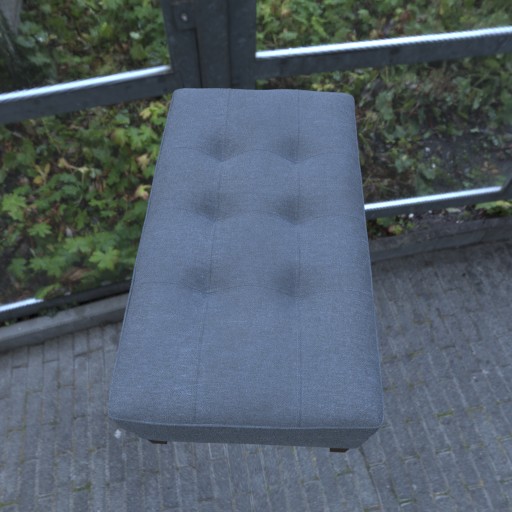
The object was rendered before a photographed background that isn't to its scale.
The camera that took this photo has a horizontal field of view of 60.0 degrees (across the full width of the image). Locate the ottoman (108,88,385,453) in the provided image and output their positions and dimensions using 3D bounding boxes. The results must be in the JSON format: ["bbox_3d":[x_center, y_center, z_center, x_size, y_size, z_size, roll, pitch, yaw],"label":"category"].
[{"bbox_3d":[0.000,0.000,1.433,0.648,0.514,1.143,2,59,1],"label":"ottoman"}]
